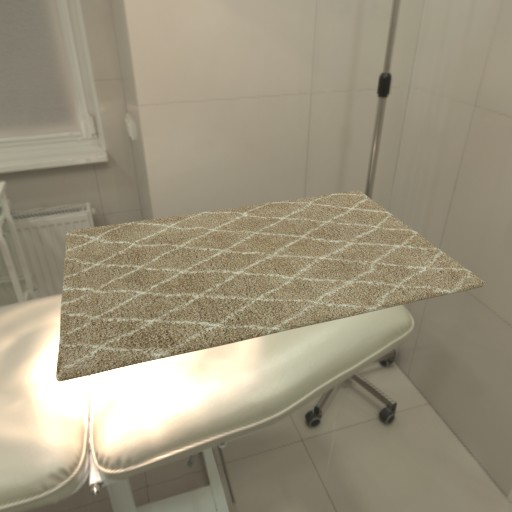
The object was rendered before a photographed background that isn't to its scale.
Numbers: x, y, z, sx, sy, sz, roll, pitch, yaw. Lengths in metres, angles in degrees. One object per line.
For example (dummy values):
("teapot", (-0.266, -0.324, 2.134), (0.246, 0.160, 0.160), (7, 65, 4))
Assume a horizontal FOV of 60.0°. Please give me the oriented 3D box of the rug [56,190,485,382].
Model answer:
("rug", (0.000, 0.000, 2.975), (2.438, 0.030, 1.524), (-10, 33, -16))
